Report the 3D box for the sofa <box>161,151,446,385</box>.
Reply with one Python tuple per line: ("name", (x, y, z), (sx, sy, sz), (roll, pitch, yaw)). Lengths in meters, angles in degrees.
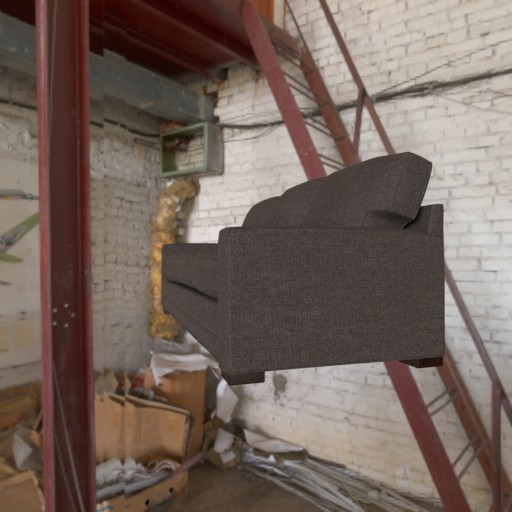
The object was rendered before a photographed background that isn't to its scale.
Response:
("sofa", (0.000, 0.000, 2.911), (1.004, 0.978, 2.369), (0, 0, -18))
